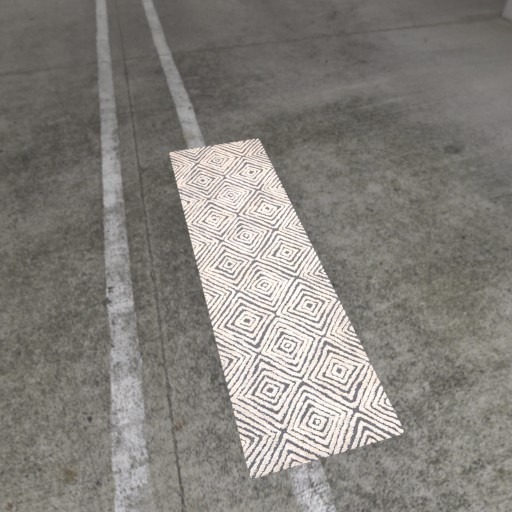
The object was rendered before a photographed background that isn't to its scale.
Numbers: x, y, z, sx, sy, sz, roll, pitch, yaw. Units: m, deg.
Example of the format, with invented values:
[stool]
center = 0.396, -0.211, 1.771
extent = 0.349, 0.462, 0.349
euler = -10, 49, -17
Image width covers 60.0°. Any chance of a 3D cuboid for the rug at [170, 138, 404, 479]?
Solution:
[rug]
center = 0.000, 0.000, 2.545
extent = 0.676, 0.008, 2.277
euler = -12, 49, -10
